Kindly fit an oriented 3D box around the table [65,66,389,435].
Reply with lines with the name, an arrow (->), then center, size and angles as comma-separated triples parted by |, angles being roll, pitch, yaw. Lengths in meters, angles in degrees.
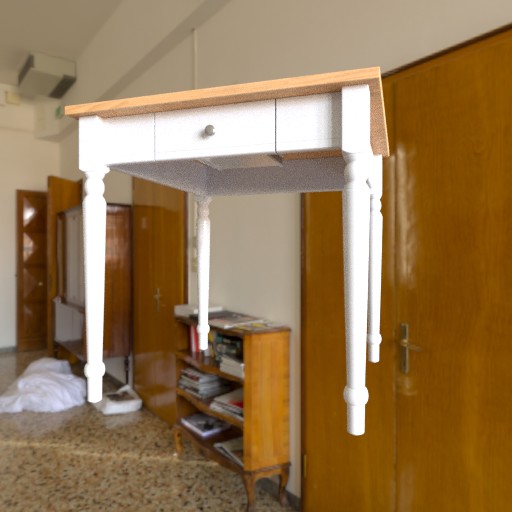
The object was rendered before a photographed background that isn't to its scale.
table -> 0.000, 0.000, 1.330 | 0.747, 0.738, 0.747 | 0, 0, 18
